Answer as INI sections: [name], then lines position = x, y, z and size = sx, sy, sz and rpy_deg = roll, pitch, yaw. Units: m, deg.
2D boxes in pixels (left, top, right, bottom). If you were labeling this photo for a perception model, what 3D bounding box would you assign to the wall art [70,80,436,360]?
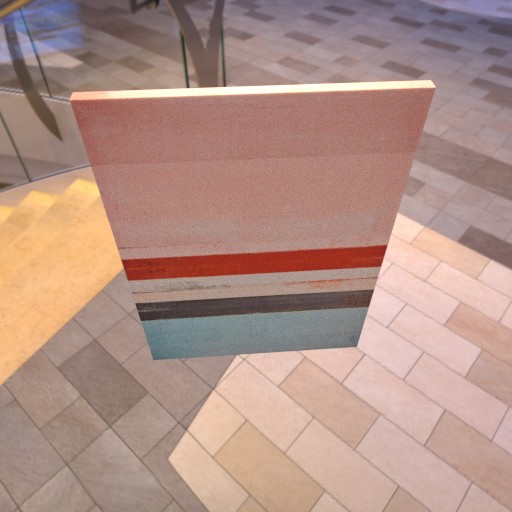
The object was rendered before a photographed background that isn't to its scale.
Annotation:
[wall art]
position = 0.000, 0.000, 1.300
size = 0.761, 1.016, 0.039
rpy_deg = -3, 46, -3
